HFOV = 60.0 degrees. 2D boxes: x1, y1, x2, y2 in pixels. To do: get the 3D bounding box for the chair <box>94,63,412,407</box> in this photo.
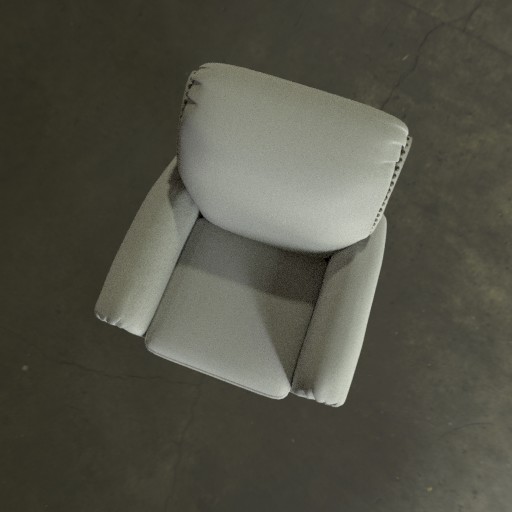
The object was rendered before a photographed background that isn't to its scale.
[{"bbox_3d":[0.000,0.000,1.600,0.854,0.927,0.890,19,75,5],"label":"chair"}]
